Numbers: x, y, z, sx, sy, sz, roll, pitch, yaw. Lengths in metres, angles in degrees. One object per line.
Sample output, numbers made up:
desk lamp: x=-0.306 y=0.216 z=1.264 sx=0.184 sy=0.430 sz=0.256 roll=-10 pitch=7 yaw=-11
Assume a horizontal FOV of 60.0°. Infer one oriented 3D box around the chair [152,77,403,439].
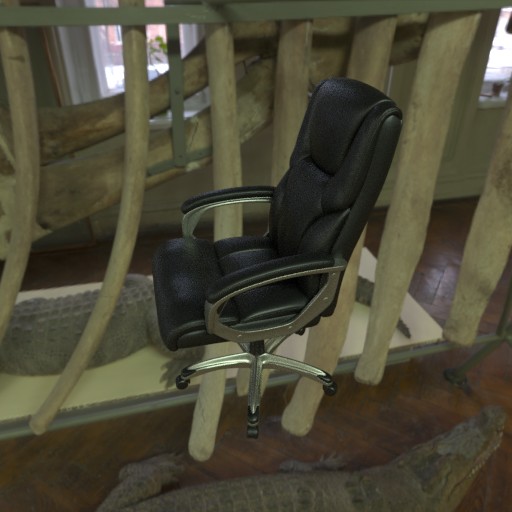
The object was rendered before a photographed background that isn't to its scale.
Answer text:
chair: x=0.000 y=0.000 z=1.591 sx=0.739 sy=1.155 sz=0.663 roll=-8 pitch=32 yaw=-13
